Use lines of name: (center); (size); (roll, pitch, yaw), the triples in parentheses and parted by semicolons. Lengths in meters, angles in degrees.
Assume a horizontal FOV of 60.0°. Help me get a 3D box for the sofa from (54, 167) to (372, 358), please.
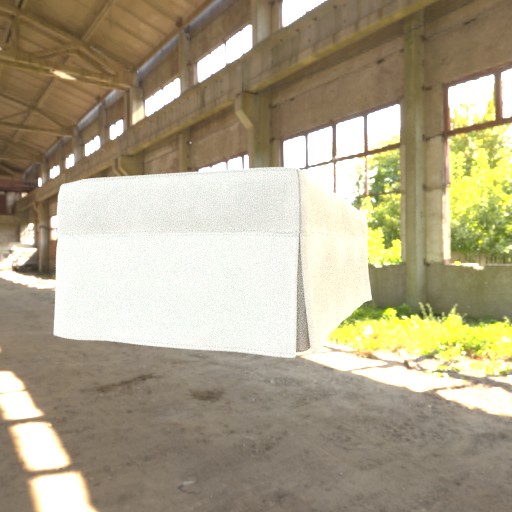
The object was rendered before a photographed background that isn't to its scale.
sofa: (0.000, 0.000, 2.132); (0.939, 0.552, 1.677); (0, 0, 20)
